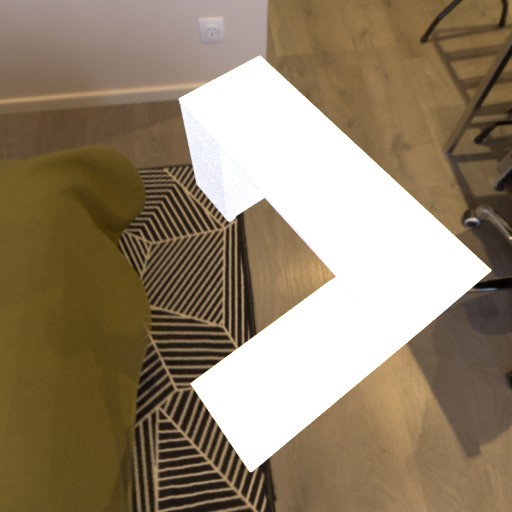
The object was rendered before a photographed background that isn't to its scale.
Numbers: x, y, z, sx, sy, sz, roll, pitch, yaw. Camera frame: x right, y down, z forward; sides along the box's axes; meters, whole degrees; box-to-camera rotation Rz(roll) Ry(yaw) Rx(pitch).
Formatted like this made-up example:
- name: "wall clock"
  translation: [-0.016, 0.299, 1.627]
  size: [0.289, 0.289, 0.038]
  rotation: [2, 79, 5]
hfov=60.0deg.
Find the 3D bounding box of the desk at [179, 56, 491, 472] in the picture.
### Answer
- name: "desk"
  translation: [0.000, 0.000, 2.214]
  size: [1.199, 0.759, 1.524]
  rotation: [-34, 69, -15]
